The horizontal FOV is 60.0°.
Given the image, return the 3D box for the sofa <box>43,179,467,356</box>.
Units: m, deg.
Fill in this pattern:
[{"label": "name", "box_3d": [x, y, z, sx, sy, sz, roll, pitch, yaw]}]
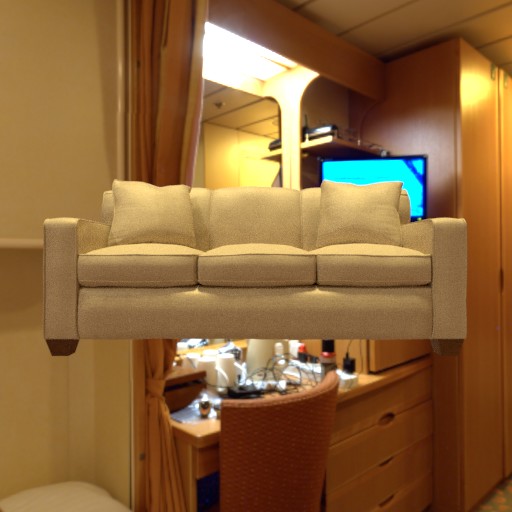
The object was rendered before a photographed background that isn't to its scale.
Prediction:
[{"label": "sofa", "box_3d": [0.000, 0.000, 2.538, 2.024, 0.958, 0.997, 0, 0, 0]}]
